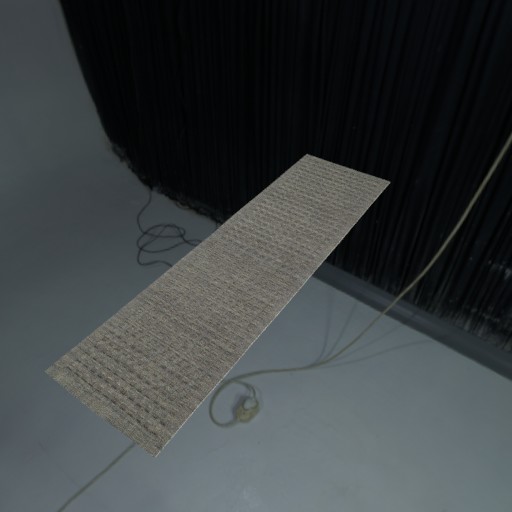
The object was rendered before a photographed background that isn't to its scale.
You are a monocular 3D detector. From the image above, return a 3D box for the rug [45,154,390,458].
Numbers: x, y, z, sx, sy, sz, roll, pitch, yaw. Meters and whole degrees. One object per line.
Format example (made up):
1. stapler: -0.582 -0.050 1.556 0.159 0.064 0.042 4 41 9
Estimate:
1. rug: 0.000 0.000 2.658 0.706 0.009 2.443 25 48 25
